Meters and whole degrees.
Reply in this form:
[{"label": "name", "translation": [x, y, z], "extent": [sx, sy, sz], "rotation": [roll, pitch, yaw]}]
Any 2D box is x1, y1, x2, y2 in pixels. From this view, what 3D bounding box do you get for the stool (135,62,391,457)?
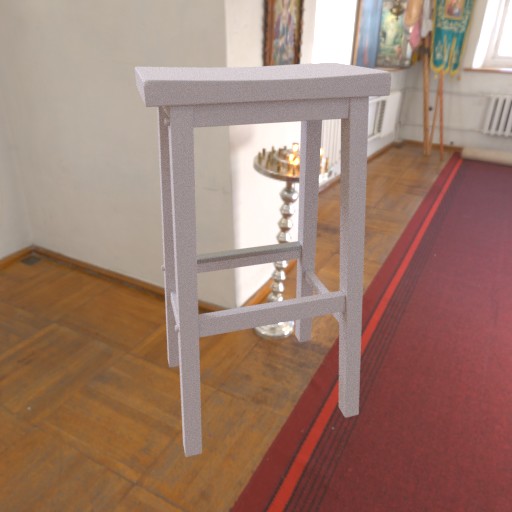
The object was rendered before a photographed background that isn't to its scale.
[{"label": "stool", "translation": [0.000, 0.000, 0.952], "extent": [0.406, 0.742, 0.322], "rotation": [-8, 29, -15]}]
